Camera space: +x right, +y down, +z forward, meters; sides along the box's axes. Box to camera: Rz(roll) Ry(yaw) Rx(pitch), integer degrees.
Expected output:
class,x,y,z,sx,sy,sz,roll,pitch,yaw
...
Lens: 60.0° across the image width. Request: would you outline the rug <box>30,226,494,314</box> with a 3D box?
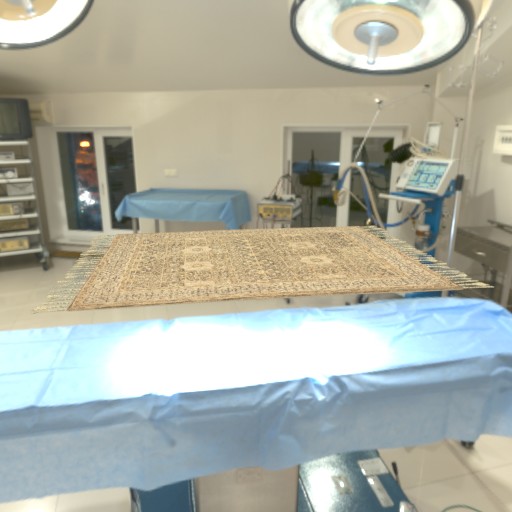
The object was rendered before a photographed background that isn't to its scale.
class,x,y,z,sx,sy,sz,roll,pitch,yaw
rug,0.000,0.000,3.063,2.465,0.023,1.619,-2,17,-8
